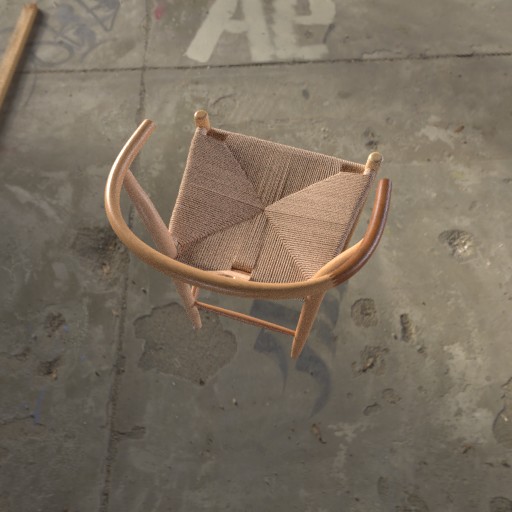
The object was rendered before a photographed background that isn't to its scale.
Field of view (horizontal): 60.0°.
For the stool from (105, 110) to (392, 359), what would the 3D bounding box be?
[{"bbox_3d":[0.000,0.000,1.238,0.536,0.923,0.575,16,65,8],"label":"stool"}]
